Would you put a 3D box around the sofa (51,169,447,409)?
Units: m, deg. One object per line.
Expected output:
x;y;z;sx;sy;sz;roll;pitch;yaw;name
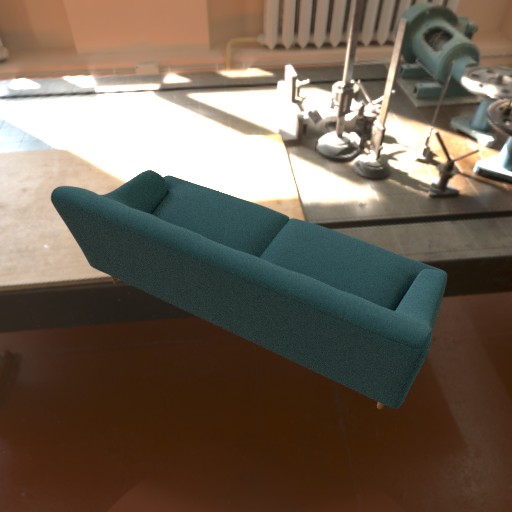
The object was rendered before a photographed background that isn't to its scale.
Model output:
0.000;0.000;2.585;2.057;0.871;0.978;22;49;20;sofa
